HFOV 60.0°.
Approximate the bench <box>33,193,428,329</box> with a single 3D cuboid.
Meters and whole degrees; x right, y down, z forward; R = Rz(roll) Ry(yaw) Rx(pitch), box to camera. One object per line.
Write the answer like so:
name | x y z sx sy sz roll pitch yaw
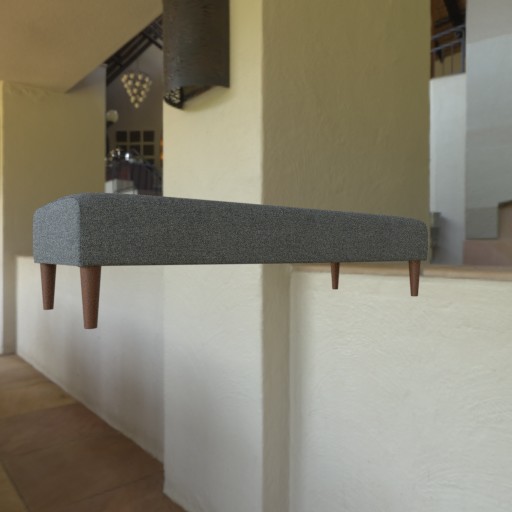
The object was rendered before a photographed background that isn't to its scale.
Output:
bench | 0.000 0.000 1.853 1.598 0.384 0.631 0 0 -37
